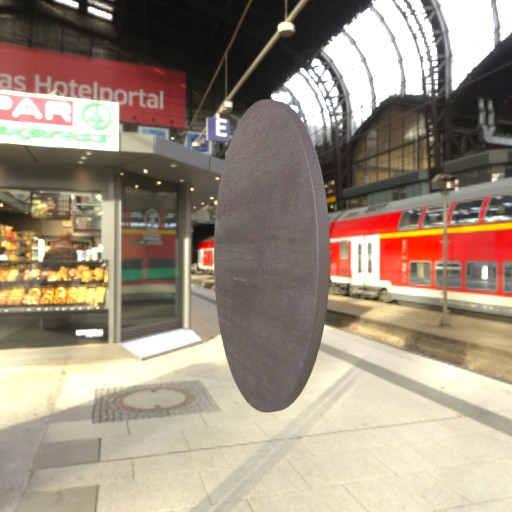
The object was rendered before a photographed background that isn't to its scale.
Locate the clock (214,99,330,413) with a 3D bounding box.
[{"bbox_3d":[0.000,0.000,0.893,0.029,0.595,0.595,0,0,-19],"label":"clock"}]
